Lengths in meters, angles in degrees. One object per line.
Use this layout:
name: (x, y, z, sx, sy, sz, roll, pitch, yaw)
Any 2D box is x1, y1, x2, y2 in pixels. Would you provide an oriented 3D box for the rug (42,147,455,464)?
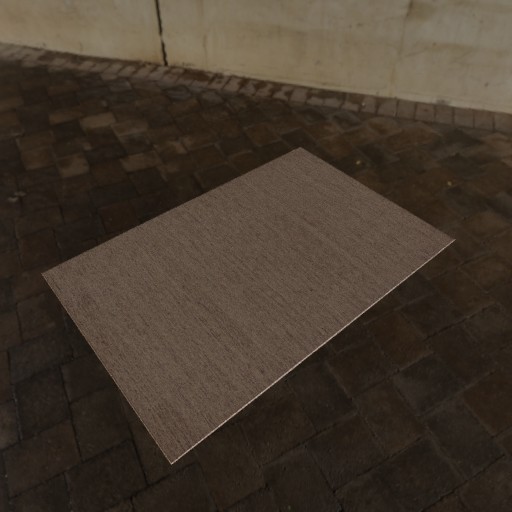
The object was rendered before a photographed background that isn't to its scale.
rug: (0.000, 0.000, 2.358, 1.840, 0.013, 1.225, -31, 53, -27)
